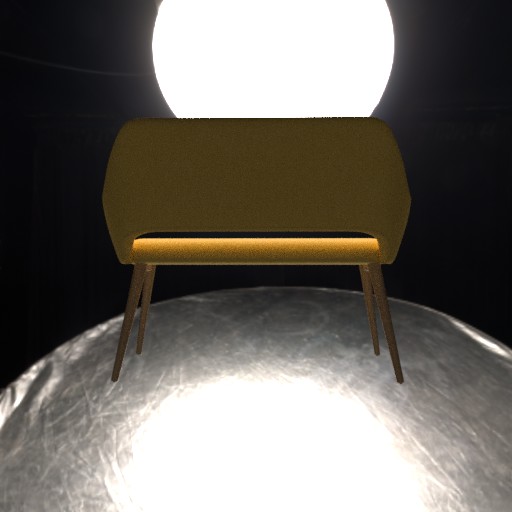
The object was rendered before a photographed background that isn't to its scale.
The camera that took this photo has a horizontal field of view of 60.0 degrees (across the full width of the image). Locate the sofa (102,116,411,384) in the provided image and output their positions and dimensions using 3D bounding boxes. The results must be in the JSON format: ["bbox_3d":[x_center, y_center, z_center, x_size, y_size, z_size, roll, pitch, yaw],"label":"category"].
[{"bbox_3d":[0.000,0.000,1.630,1.150,0.840,0.610,0,-1,1],"label":"sofa"}]
